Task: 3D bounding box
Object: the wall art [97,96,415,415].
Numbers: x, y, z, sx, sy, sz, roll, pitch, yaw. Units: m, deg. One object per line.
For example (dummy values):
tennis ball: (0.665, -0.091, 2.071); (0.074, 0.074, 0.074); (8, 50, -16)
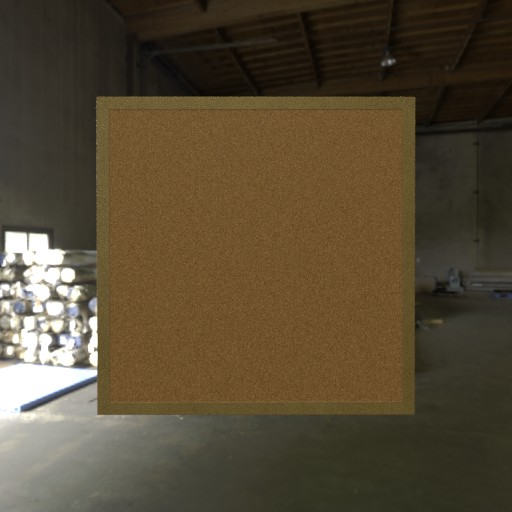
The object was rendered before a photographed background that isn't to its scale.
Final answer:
wall art: (0.000, 0.000, 0.443); (0.305, 0.305, 0.038); (0, 0, 0)
